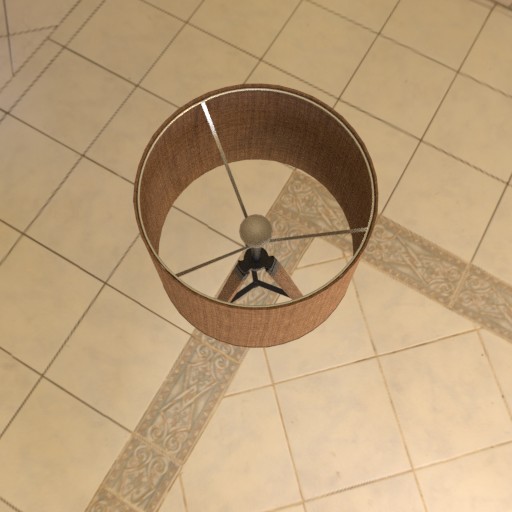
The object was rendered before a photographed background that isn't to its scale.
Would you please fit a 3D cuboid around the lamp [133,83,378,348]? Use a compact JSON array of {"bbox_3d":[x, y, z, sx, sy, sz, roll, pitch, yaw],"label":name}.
[{"bbox_3d":[0.000,0.000,0.696,0.290,0.514,0.290,0,75,0],"label":"lamp"}]
